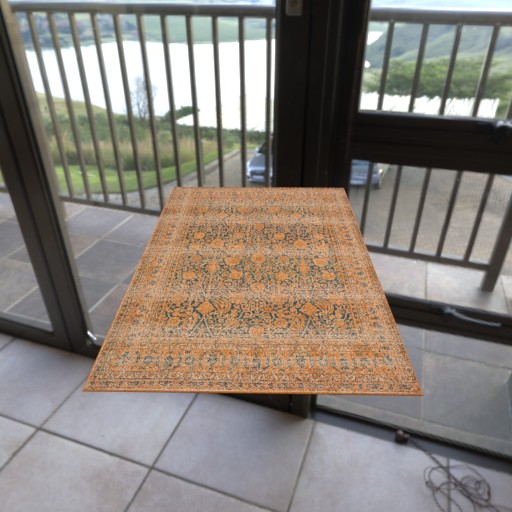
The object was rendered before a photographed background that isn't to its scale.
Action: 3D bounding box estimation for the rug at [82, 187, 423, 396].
[{"bbox_3d":[0.000,0.000,2.974,1.525,0.007,2.336,0,32,1],"label":"rug"}]
